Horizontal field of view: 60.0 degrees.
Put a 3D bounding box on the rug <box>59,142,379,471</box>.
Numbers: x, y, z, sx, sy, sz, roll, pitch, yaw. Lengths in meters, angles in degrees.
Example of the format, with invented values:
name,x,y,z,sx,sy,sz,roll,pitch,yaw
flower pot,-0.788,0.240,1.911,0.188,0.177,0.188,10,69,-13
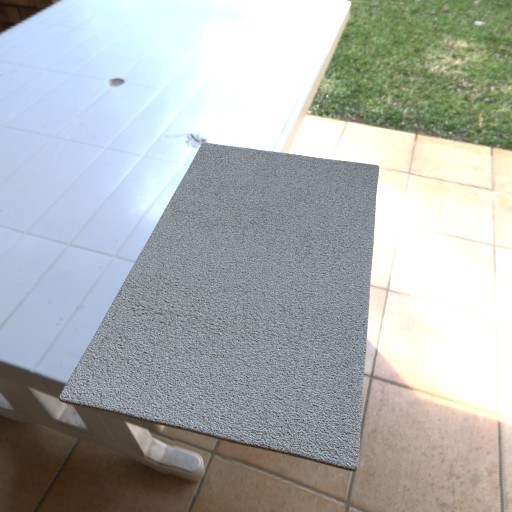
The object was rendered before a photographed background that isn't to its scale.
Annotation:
name,x,y,z,sx,sy,sz,roll,pitch,yaw
rug,0.000,0.000,2.964,1.524,0.030,2.438,10,48,9
